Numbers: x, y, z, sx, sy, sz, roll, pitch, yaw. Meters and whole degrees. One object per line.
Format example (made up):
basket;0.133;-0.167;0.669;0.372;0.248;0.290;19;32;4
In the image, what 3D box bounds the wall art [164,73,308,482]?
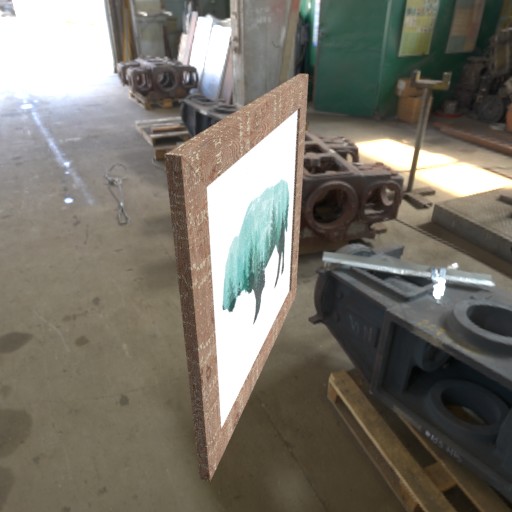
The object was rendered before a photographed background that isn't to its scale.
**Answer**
wall art;0.000;0.000;0.564;0.022;0.380;0.380;10;32;16
